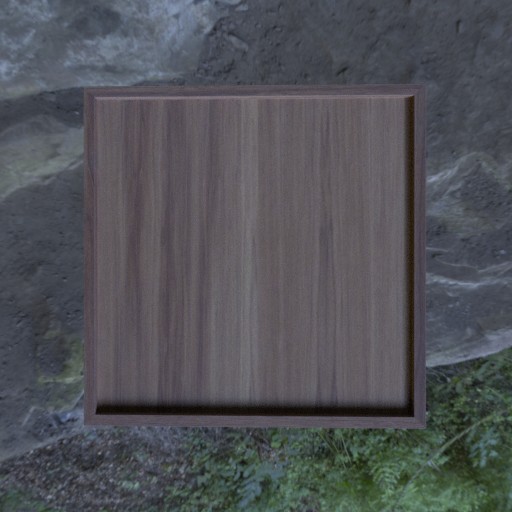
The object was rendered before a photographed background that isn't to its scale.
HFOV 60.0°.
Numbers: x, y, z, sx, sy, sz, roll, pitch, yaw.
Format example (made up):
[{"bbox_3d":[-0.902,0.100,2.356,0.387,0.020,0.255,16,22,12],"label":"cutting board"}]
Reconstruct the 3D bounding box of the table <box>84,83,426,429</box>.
[{"bbox_3d":[0.000,0.000,1.107,0.676,0.464,0.679,0,90,1],"label":"table"}]
